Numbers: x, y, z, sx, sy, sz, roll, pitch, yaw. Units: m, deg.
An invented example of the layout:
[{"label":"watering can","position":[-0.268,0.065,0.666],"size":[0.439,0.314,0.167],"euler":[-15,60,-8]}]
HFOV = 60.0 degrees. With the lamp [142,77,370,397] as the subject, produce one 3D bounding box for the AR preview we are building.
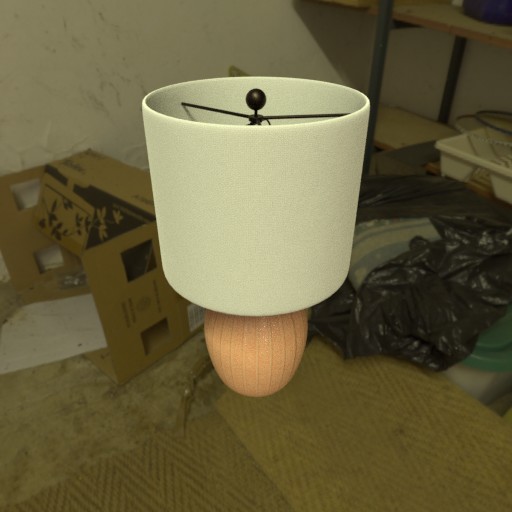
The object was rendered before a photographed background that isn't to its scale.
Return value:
[{"label":"lamp","position":[0.000,0.000,0.793],"size":[0.329,0.570,0.329],"euler":[0,31,0]}]
